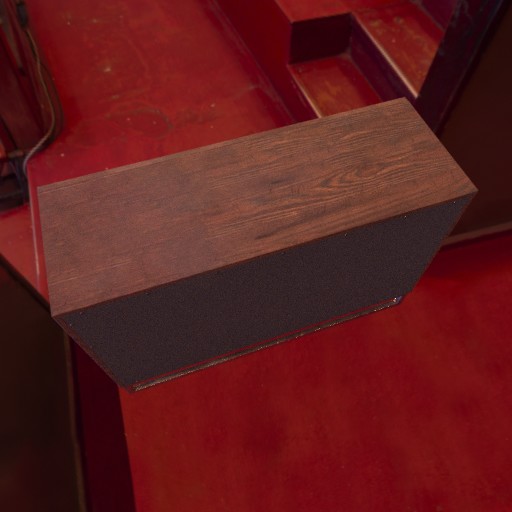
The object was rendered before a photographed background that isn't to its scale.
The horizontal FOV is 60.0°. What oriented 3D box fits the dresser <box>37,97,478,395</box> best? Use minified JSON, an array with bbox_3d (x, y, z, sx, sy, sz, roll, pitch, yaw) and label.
[{"bbox_3d":[0.000,0.000,2.213,1.646,1.061,0.623,-16,60,-10],"label":"dresser"}]
